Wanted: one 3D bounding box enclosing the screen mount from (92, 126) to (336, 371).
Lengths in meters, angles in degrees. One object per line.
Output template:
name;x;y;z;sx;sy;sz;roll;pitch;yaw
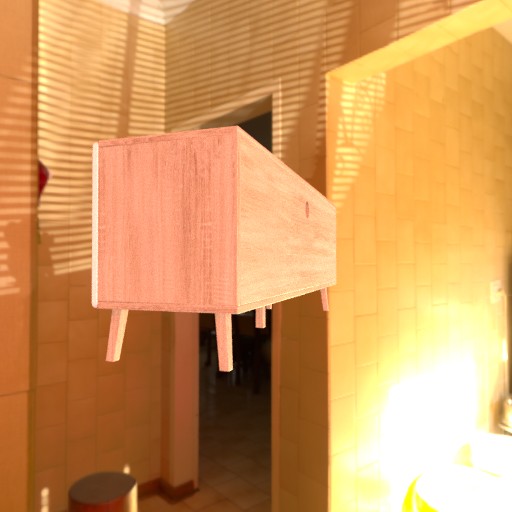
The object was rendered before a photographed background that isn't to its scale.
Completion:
screen mount;0.000;0.000;1.783;0.420;0.570;1.500;0;-1;19
